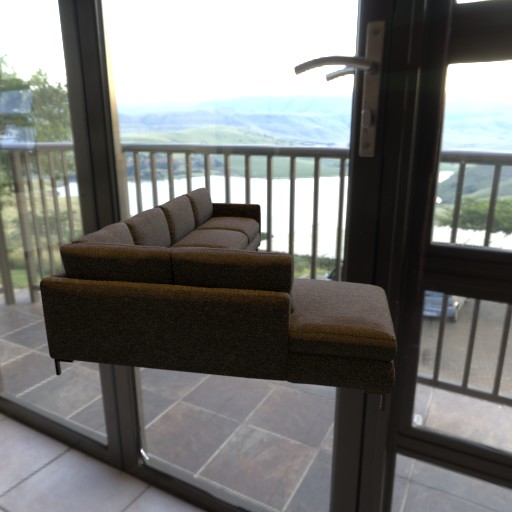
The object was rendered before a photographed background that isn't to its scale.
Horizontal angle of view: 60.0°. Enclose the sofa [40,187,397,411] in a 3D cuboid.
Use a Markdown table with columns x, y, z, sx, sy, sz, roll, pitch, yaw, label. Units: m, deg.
| x | y | z | sx | sy | sz | roll | pitch | yaw | label |
| --- | --- | --- | --- | --- | --- | --- | --- | --- | --- |
| 0.000 | 0.000 | 3.774 | 2.007 | 0.815 | 2.949 | 3 | 16 | 10 | sofa |
